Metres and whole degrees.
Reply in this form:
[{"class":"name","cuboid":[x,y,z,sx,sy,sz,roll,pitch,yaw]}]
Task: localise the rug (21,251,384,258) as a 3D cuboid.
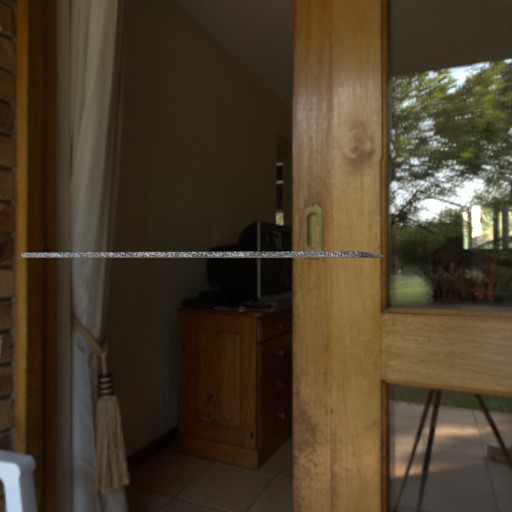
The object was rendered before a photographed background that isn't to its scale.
[{"class":"rug","cuboid":[0.000,0.000,3.398,1.802,0.026,2.699,0,0,18]}]
